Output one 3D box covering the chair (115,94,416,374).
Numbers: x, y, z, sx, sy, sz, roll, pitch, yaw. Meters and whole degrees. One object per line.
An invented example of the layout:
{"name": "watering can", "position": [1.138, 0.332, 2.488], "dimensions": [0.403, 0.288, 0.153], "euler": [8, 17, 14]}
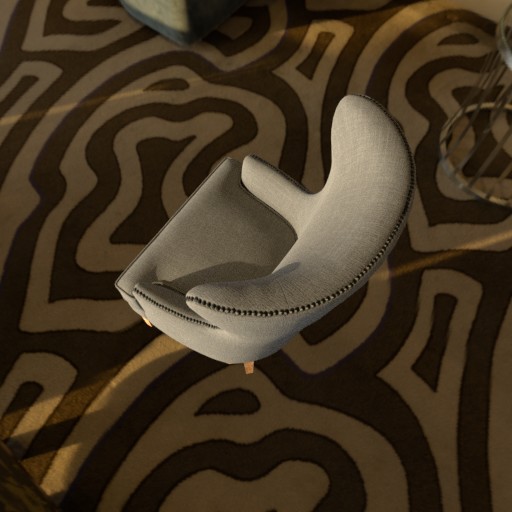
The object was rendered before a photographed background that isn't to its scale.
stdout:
{"name": "chair", "position": [0.000, 0.000, 1.779], "dimensions": [0.883, 1.176, 0.864], "euler": [31, 68, 14]}
